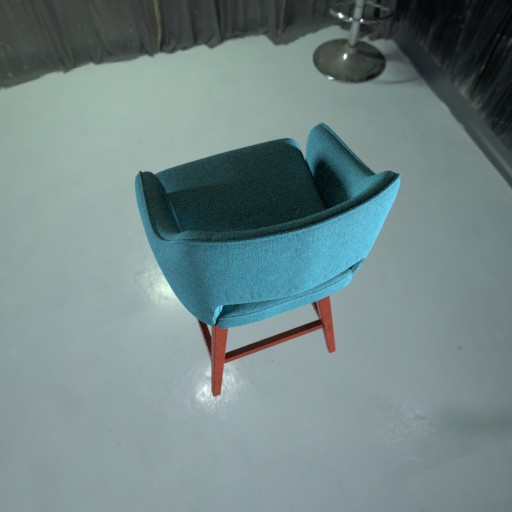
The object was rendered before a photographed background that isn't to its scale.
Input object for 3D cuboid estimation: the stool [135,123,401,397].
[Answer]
[{"bbox_3d":[0.000,0.000,1.284,0.548,0.961,0.556,-18,59,-11],"label":"stool"}]
